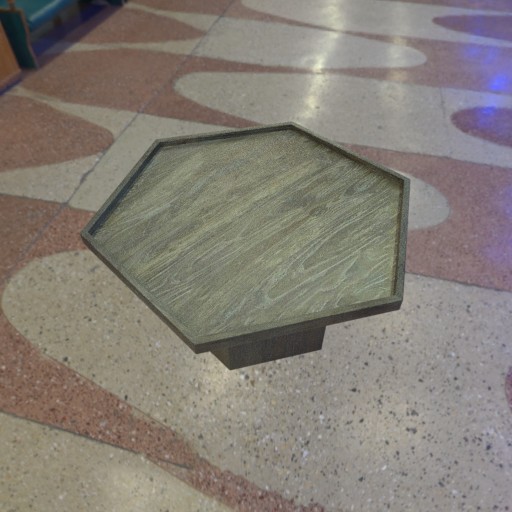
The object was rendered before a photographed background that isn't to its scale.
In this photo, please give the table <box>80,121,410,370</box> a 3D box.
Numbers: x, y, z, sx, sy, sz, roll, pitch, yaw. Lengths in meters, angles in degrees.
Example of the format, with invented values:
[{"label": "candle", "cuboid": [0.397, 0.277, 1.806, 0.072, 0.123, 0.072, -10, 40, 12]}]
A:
[{"label": "table", "cuboid": [0.000, 0.000, 1.627, 0.966, 0.488, 1.115, 11, 47, 11]}]
